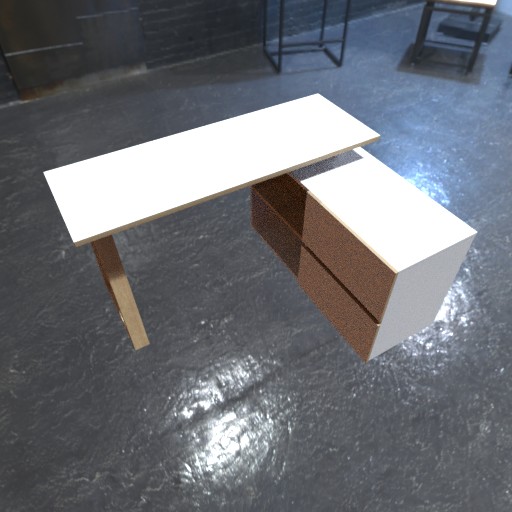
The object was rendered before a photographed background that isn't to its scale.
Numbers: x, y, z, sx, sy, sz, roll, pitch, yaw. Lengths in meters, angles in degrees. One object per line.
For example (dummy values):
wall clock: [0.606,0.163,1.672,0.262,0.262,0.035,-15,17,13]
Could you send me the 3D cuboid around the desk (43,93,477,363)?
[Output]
desk: [0.000,0.000,2.028,1.404,0.755,1.098,-23,50,-21]
